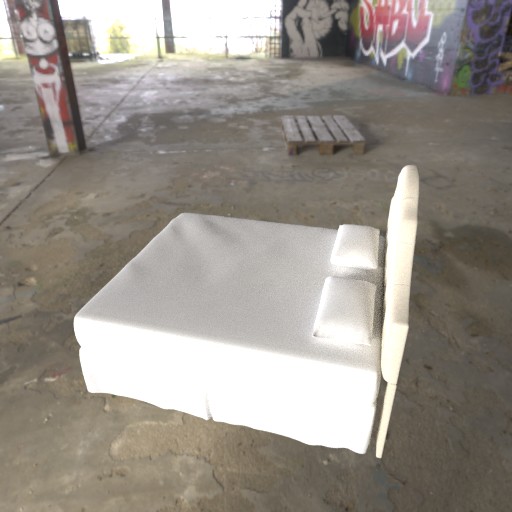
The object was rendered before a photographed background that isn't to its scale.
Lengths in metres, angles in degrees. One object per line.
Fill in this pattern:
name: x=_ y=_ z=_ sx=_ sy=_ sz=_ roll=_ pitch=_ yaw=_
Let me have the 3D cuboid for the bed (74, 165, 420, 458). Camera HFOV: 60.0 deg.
bed: x=0.000 y=0.000 z=3.541 sx=2.214 sy=1.615 sz=2.008 roll=8 pitch=30 yaw=13
